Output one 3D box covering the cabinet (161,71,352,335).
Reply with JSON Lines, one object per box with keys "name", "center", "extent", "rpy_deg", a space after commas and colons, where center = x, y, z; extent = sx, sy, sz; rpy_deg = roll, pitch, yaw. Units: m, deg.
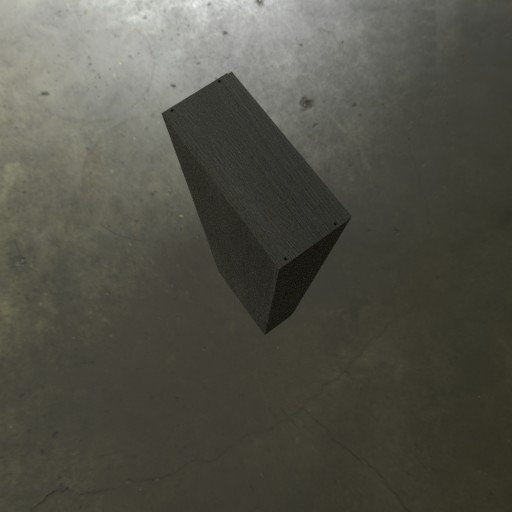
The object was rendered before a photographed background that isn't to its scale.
{"name": "cabinet", "center": [0.000, 0.000, 1.952], "extent": [0.230, 1.790, 0.500], "rpy_deg": [-35, 78, -9]}
